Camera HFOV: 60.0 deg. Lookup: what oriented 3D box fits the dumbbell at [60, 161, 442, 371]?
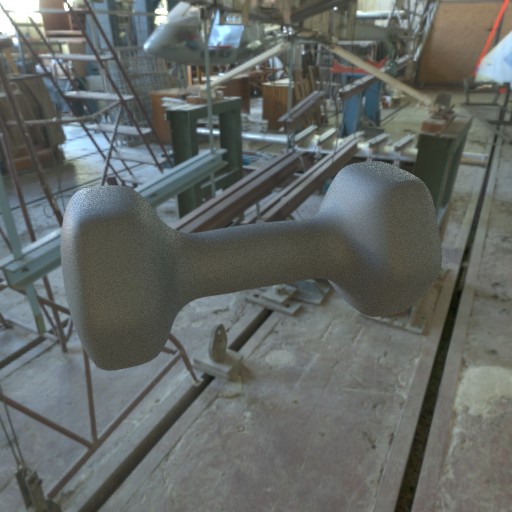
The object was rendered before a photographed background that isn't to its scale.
[{"bbox_3d":[0.000,0.000,0.232,0.184,0.081,0.090,-8,28,-15],"label":"dumbbell"}]
